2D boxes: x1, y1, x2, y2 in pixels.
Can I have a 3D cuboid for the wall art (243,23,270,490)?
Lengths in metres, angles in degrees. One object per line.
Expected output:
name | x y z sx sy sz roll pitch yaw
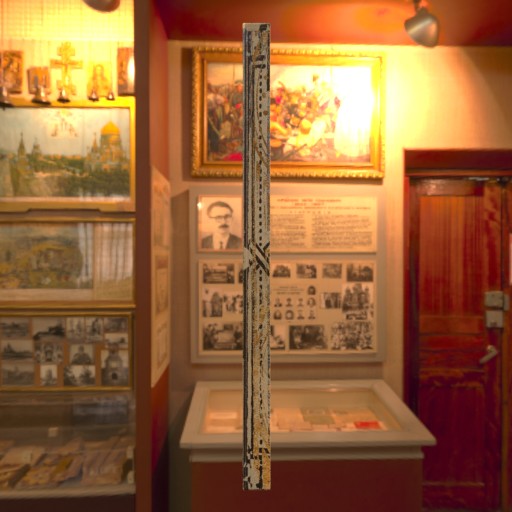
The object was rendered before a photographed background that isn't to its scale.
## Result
wall art | 0.000 0.000 0.878 0.036 0.607 0.609 0 0 0
